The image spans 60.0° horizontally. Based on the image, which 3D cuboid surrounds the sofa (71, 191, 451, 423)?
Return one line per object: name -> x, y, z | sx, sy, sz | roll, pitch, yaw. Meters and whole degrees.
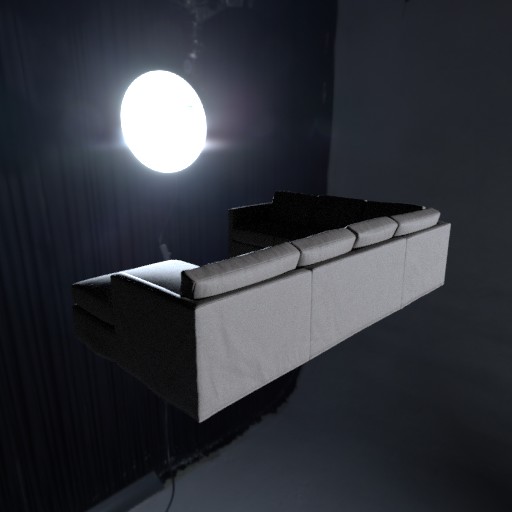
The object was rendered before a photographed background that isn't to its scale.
sofa -> 0.000, 0.000, 4.383 | 2.427, 0.882, 3.460 | 14, 20, 42
